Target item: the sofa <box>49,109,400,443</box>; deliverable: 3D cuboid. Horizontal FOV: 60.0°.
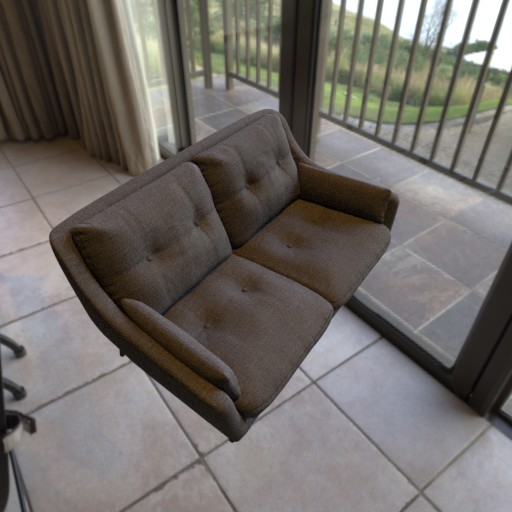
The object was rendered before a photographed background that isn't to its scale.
[{"bbox_3d":[0.000,0.000,2.243,0.976,0.887,1.646,24,46,26],"label":"sofa"}]
